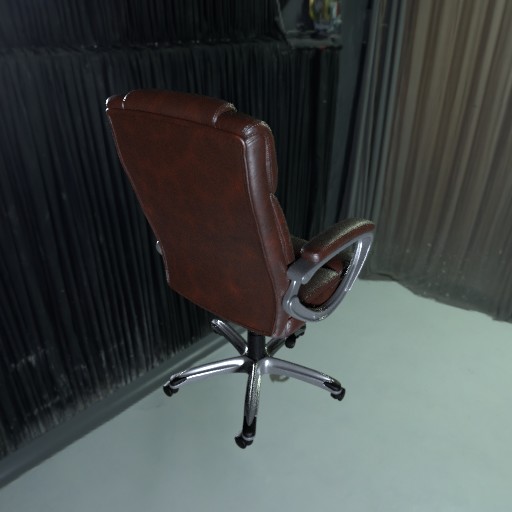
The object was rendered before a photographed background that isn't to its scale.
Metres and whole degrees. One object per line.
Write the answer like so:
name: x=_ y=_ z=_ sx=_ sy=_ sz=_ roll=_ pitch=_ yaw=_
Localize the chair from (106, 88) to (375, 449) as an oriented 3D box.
chair: x=0.000 y=0.000 z=1.506 sx=0.656 sy=1.128 sz=0.692 roll=21 pitch=36 yaw=33
